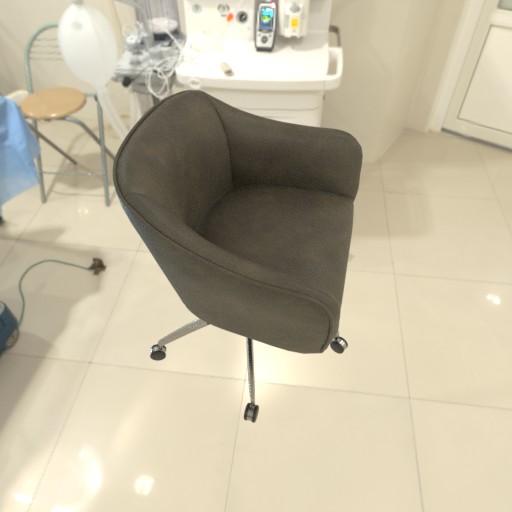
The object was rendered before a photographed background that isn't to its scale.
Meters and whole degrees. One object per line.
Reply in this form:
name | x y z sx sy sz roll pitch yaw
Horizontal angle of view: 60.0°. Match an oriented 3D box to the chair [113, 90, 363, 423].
chair | 0.000 0.000 1.385 0.689 0.827 0.713 10 48 9
